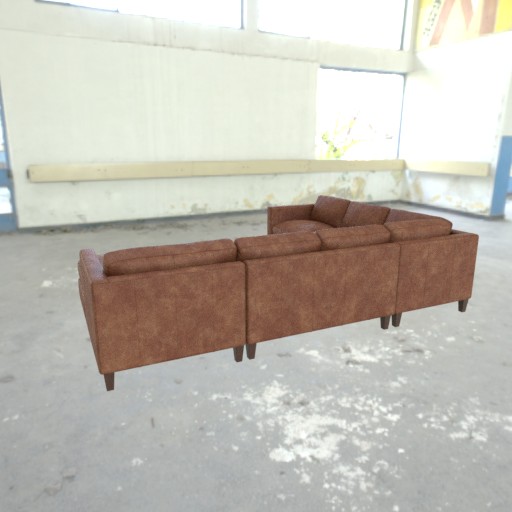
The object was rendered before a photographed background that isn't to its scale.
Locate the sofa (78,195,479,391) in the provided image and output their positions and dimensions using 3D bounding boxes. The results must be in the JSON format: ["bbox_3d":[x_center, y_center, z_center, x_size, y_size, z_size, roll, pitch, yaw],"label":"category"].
[{"bbox_3d":[0.000,0.000,4.456,3.324,0.888,2.452,-7,16,-24],"label":"sofa"}]
